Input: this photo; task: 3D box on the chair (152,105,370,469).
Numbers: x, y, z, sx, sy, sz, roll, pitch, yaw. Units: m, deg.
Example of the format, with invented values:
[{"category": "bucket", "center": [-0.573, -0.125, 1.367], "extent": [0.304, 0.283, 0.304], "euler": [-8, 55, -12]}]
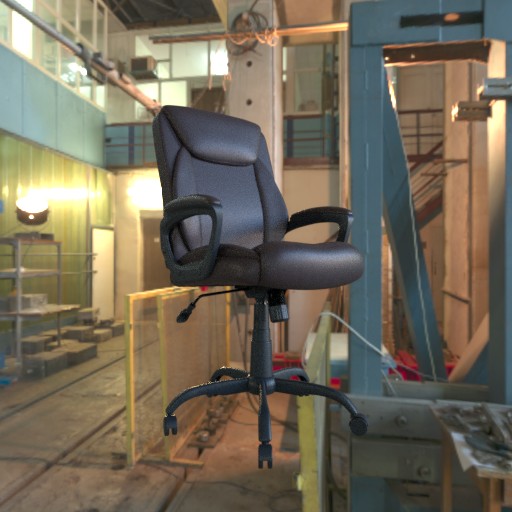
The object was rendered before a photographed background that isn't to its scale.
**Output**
[{"category": "chair", "center": [0.000, 0.000, 1.457], "extent": [0.615, 1.072, 0.655], "euler": [0, 0, -36]}]
